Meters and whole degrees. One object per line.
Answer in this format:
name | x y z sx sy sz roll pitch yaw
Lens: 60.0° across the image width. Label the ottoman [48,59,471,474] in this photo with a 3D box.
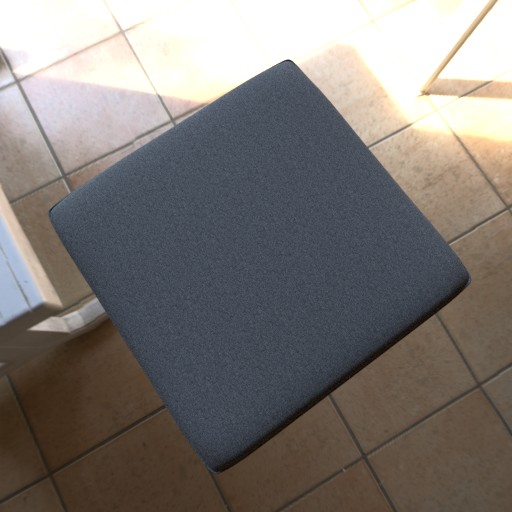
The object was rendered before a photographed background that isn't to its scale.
ottoman | 0.000 0.000 1.587 1.015 0.464 1.005 -35 80 -7
